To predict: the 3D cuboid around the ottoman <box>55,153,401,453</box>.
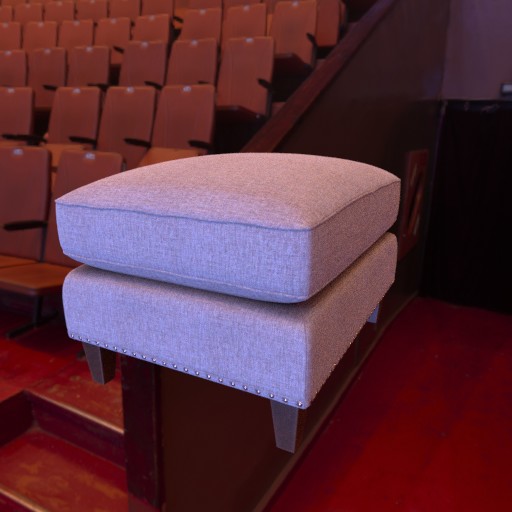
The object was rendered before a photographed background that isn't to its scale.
[{"bbox_3d":[0.000,0.000,1.141,0.584,0.513,0.741,8,18,27],"label":"ottoman"}]
